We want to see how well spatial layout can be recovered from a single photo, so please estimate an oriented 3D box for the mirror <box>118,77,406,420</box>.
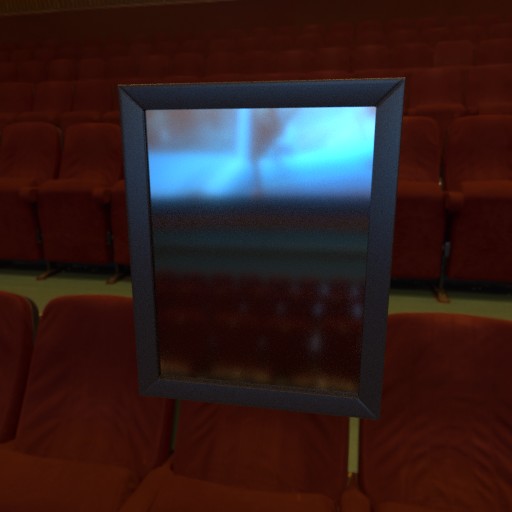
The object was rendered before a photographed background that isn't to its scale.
[{"bbox_3d":[0.000,0.000,0.694,0.405,0.508,0.041,3,14,10],"label":"mirror"}]
